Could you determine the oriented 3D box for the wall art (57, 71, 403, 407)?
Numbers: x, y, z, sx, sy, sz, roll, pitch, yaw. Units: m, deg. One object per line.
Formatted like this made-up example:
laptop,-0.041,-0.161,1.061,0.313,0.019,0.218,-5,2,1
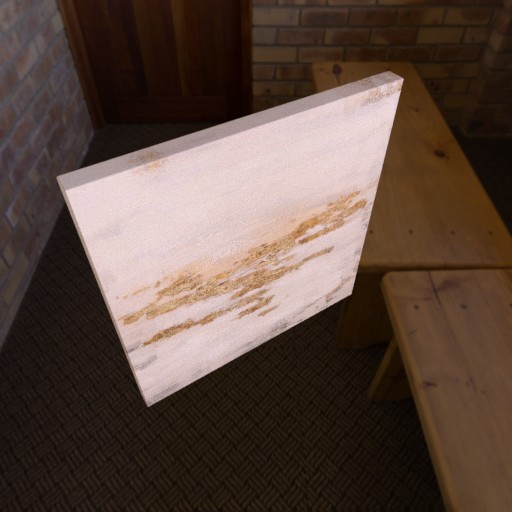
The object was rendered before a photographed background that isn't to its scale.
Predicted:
wall art,0.000,0.000,0.915,0.611,0.613,0.040,-25,51,-22
